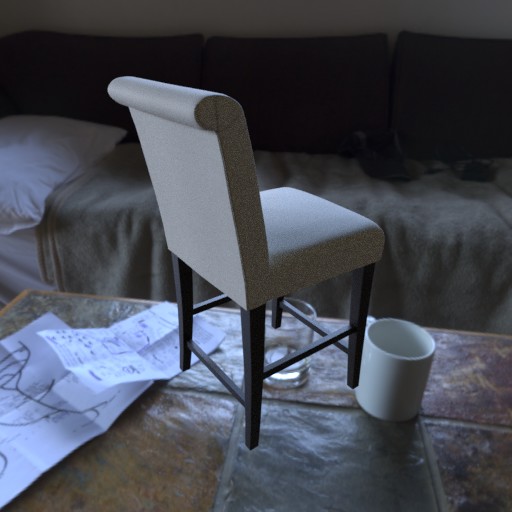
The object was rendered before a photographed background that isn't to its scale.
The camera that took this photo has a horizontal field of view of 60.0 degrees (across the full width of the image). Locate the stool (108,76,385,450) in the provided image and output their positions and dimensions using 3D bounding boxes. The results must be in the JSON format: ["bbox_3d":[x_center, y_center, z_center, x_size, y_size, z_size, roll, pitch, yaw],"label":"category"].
[{"bbox_3d":[0.000,0.000,1.300,0.597,0.976,0.452,-18,32,-32],"label":"stool"}]
